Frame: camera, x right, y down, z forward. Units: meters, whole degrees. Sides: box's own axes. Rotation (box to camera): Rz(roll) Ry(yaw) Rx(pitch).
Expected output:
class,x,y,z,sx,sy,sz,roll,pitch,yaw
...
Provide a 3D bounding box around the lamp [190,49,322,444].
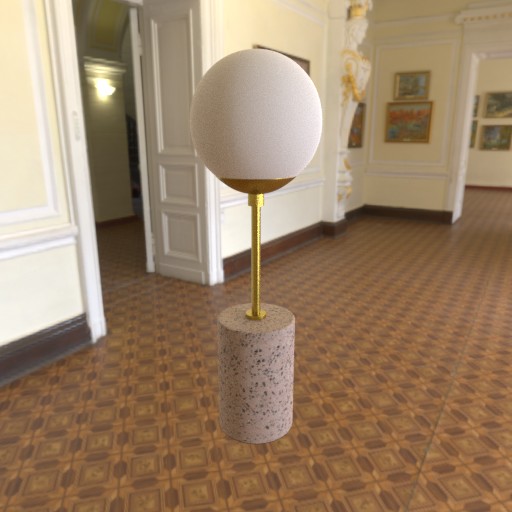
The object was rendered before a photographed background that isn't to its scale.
class,x,y,z,sx,sy,sz,roll,pitch,yaw
lamp,0.000,0.000,0.561,0.153,0.480,0.153,0,15,0
